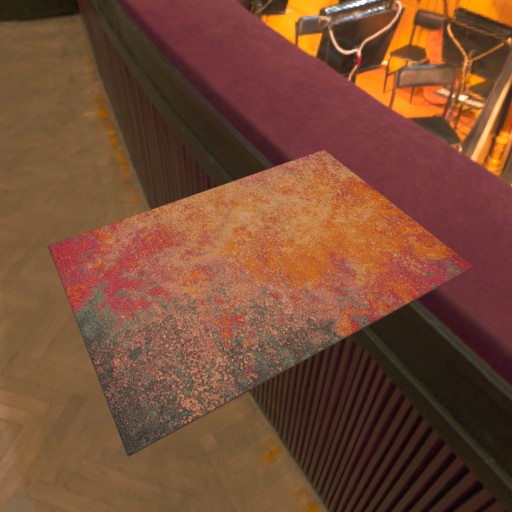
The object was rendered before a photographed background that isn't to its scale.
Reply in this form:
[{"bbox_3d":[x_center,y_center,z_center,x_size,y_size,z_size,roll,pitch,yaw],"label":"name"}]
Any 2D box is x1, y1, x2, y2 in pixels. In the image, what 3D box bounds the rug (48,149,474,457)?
[{"bbox_3d":[0.000,0.000,3.645,2.896,0.013,2.007,-23,50,-21],"label":"rug"}]
